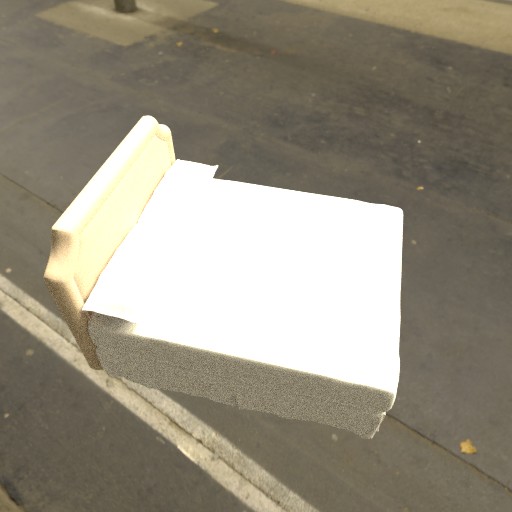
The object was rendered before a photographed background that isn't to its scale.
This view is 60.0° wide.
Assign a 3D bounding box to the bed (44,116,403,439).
[{"bbox_3d":[0.000,0.000,3.881,2.548,1.524,2.134,10,48,10],"label":"bed"}]
